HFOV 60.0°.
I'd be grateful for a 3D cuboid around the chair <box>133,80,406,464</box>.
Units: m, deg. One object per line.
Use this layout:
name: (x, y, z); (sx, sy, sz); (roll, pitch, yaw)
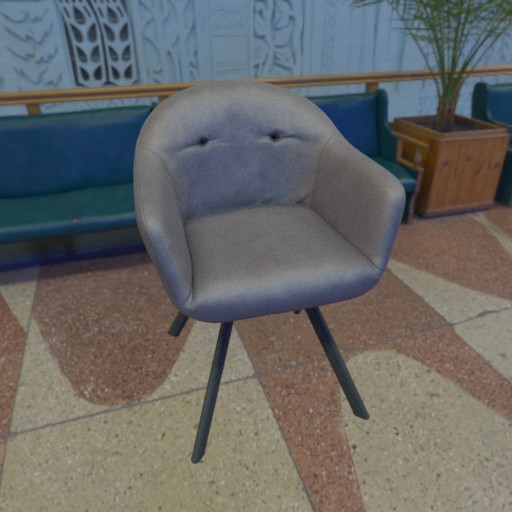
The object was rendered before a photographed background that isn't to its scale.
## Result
chair: (0.000, 0.000, 1.152); (0.567, 0.781, 0.544); (-8, 32, -14)
